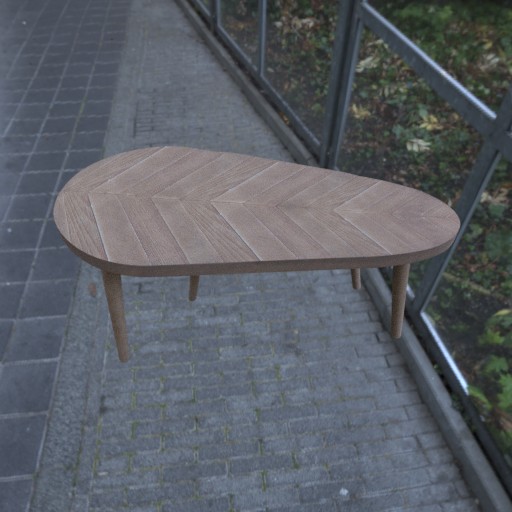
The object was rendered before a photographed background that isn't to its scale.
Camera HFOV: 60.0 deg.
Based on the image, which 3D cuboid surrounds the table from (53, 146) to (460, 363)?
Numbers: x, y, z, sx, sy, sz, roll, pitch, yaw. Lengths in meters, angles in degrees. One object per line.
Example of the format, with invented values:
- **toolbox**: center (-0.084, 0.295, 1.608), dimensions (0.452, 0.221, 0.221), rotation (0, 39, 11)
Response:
- **table**: center (0.000, 0.000, 1.580), dimensions (1.190, 0.595, 0.701), rotation (5, 46, 4)
